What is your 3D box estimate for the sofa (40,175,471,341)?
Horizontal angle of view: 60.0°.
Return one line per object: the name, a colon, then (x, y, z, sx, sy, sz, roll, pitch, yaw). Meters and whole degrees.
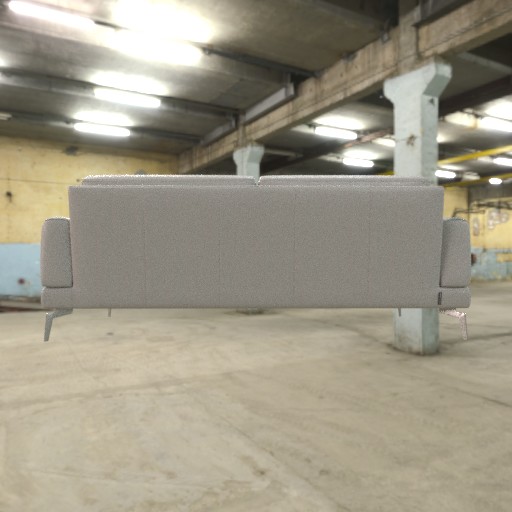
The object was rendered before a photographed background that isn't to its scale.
sofa: (0.000, 0.000, 2.382, 1.940, 0.765, 0.974, 0, -1, -1)
